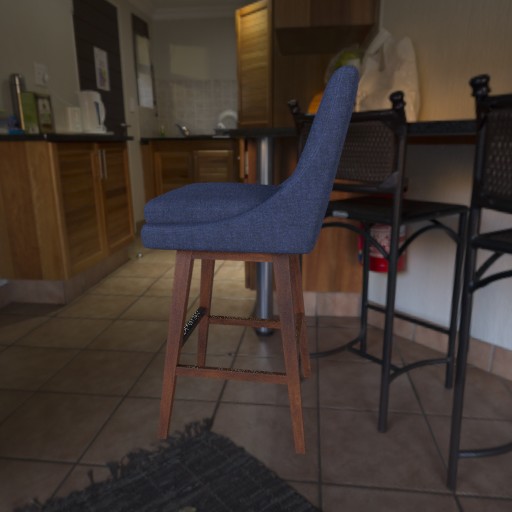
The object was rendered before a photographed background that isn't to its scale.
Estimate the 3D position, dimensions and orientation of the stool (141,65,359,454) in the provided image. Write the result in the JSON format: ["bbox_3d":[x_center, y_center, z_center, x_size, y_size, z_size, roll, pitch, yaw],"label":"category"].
[{"bbox_3d":[0.000,0.000,1.411,0.572,1.068,0.489,2,16,9],"label":"stool"}]
